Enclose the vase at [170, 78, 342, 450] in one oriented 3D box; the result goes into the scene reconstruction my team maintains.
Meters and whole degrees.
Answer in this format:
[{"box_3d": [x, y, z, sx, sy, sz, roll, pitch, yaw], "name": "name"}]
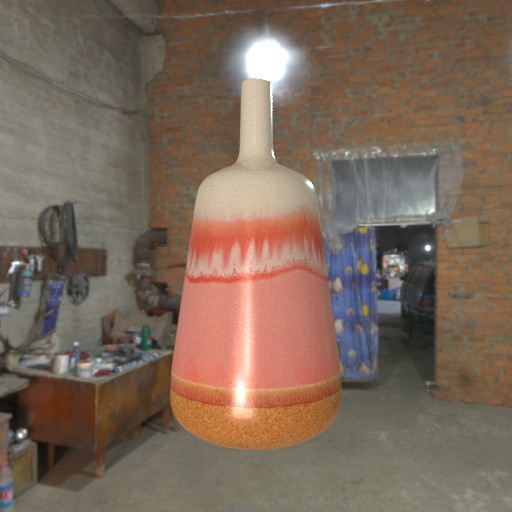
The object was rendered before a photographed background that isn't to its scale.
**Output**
[{"box_3d": [0.000, 0.000, 0.381, 0.144, 0.296, 0.144, 0, -1, 0], "name": "vase"}]
